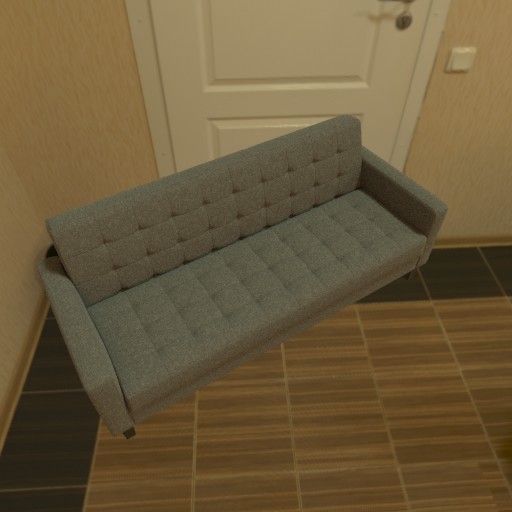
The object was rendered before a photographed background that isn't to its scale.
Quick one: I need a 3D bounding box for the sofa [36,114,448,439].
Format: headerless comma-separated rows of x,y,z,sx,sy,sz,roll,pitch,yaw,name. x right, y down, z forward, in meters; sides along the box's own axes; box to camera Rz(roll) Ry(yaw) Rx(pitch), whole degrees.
0.000,0.000,2.394,2.040,0.850,0.810,-25,51,-22,sofa
